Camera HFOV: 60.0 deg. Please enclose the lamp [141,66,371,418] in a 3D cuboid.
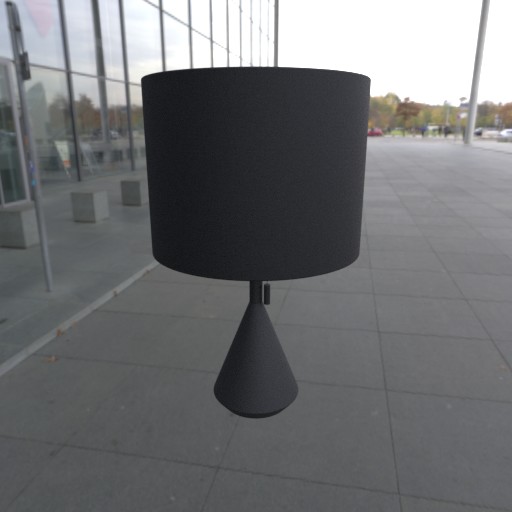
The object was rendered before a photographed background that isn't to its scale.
[{"bbox_3d":[0.000,0.000,0.792,0.359,0.584,0.359,8,18,26],"label":"lamp"}]
